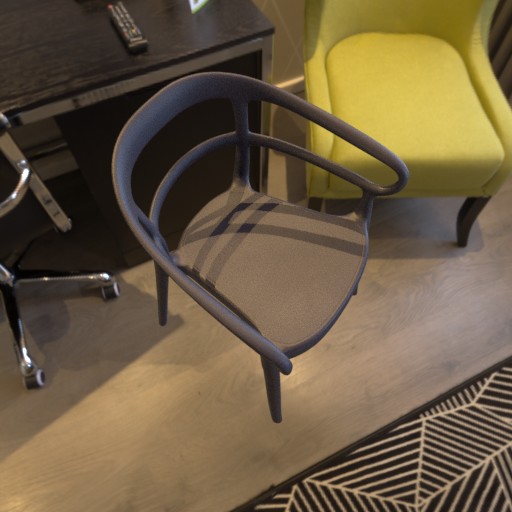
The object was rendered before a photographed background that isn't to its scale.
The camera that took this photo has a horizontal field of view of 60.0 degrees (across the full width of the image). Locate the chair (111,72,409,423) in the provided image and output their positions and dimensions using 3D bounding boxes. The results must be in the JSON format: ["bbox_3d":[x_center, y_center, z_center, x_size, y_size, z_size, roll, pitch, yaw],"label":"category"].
[{"bbox_3d":[0.000,0.000,1.154,0.527,0.761,0.559,29,64,16],"label":"chair"}]
